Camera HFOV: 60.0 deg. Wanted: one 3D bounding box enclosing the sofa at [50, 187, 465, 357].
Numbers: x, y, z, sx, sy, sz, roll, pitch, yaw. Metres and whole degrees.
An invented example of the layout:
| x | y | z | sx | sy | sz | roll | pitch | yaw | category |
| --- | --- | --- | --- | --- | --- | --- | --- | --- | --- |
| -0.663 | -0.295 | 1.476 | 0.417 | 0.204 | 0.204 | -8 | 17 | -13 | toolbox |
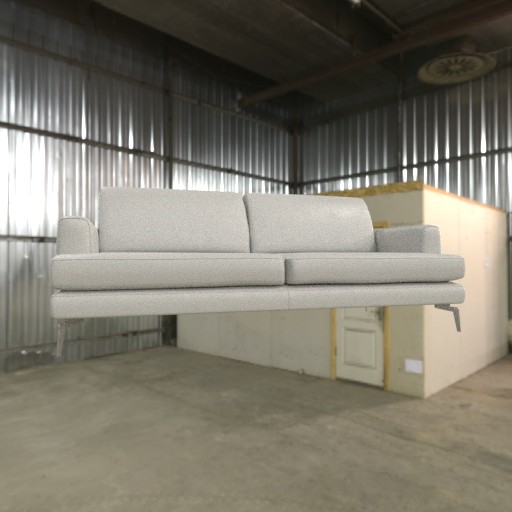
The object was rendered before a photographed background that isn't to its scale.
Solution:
| x | y | z | sx | sy | sz | roll | pitch | yaw | category |
| --- | --- | --- | --- | --- | --- | --- | --- | --- | --- |
| 0.000 | 0.000 | 2.405 | 1.940 | 0.765 | 0.974 | 0 | 0 | -17 | sofa |
